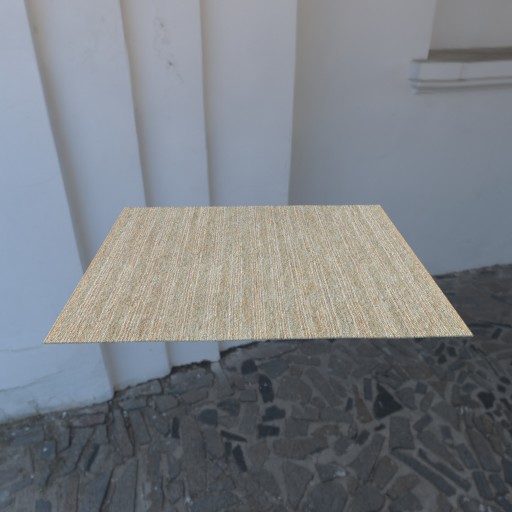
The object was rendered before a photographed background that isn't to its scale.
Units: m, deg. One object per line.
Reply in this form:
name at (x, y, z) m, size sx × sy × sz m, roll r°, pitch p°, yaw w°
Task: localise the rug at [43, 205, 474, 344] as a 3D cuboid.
rug at (0.000, 0.000, 4.194) m, size 3.034 × 0.012 × 2.471 m, roll -1°, pitch 29°, yaw -1°
